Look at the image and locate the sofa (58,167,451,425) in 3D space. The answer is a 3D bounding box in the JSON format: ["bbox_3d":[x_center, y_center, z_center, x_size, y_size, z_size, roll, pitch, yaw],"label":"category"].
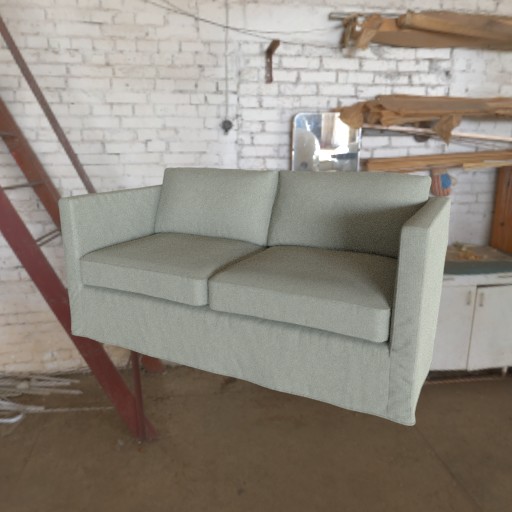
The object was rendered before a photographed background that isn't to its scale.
[{"bbox_3d":[0.000,0.000,2.229,1.727,0.830,0.944,7,16,26],"label":"sofa"}]
